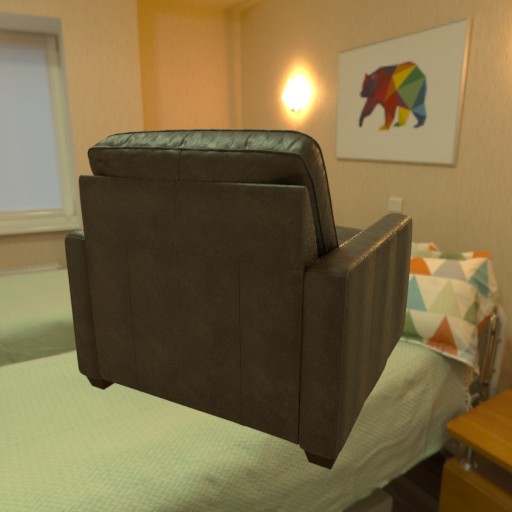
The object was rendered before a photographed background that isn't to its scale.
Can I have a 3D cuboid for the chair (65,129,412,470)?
[{"bbox_3d":[0.000,0.000,1.688,1.006,0.916,0.939,8,16,27],"label":"chair"}]
